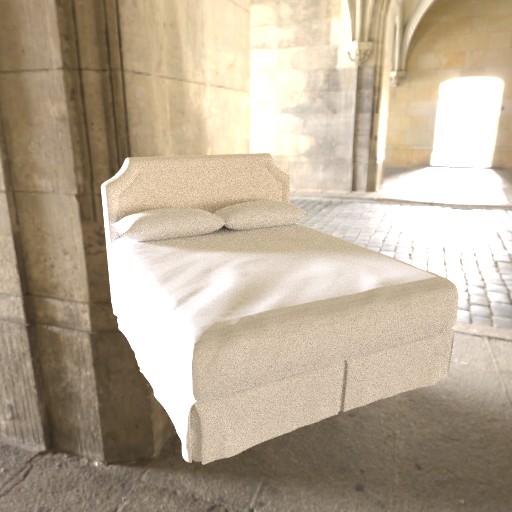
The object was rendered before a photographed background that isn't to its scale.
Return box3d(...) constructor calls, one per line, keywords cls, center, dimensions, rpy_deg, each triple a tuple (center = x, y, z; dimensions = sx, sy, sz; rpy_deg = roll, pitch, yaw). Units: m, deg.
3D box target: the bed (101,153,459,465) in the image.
box3d(cls="bed", center=(0.000, 0.000, 3.752), dimensions=(2.134, 1.524, 2.548), rpy_deg=(-8, 19, -26))
